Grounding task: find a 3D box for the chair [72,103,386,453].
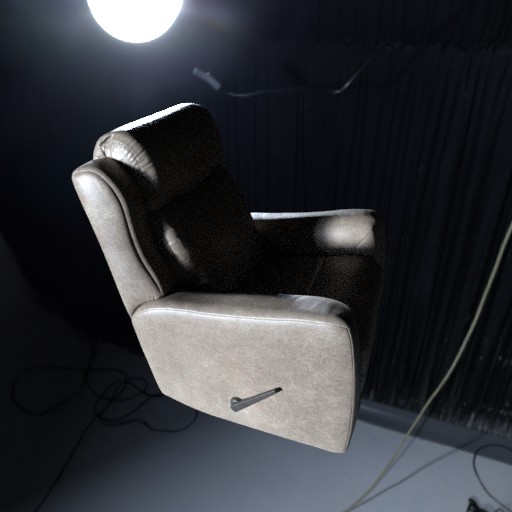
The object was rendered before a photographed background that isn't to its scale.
[{"bbox_3d":[0.000,0.000,1.898,1.068,1.116,0.967,10,31,17],"label":"chair"}]
